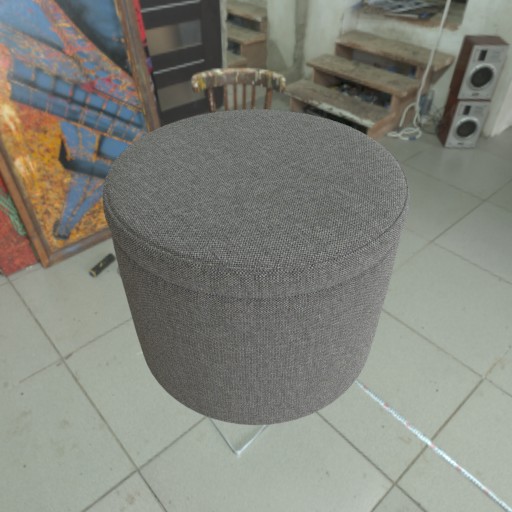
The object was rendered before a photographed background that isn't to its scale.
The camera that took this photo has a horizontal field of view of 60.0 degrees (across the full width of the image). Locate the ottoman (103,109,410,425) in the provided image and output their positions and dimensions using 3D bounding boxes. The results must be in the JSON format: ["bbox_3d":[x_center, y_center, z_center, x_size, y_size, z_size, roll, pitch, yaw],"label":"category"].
[{"bbox_3d":[0.000,0.000,0.888,0.520,0.430,0.520,0,41,0],"label":"ottoman"}]
